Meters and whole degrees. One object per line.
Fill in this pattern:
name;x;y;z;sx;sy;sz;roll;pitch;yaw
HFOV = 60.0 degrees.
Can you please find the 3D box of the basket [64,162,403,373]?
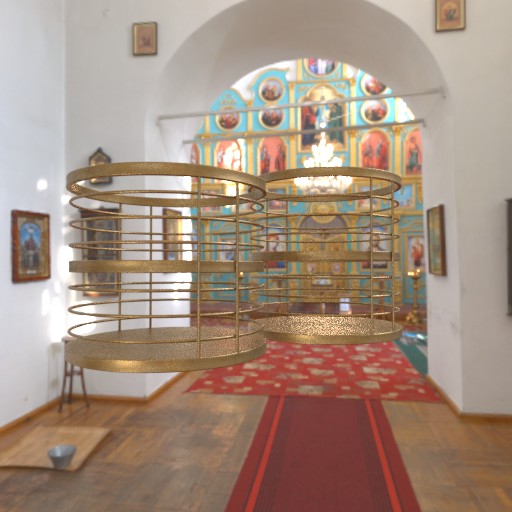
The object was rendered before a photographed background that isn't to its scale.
basket;0.000;0.000;0.931;0.746;0.351;0.356;1;-2;-36
